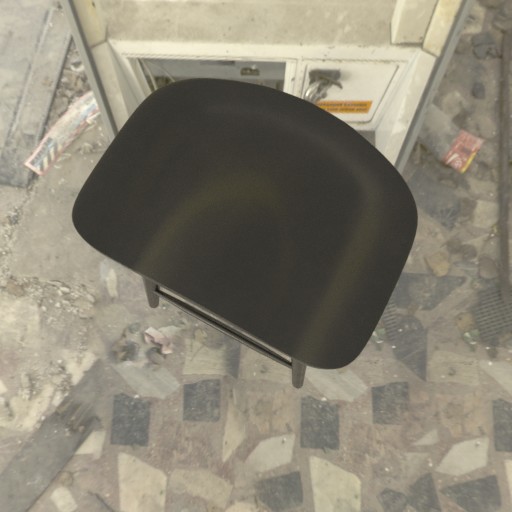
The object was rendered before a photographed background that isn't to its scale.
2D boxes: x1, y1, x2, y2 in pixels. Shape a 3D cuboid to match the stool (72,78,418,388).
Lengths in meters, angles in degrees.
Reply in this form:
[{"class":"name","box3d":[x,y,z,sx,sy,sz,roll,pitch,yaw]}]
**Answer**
[{"class":"stool","box3d":[0.000,0.000,0.850,0.440,0.615,0.361,28,78,7]}]
